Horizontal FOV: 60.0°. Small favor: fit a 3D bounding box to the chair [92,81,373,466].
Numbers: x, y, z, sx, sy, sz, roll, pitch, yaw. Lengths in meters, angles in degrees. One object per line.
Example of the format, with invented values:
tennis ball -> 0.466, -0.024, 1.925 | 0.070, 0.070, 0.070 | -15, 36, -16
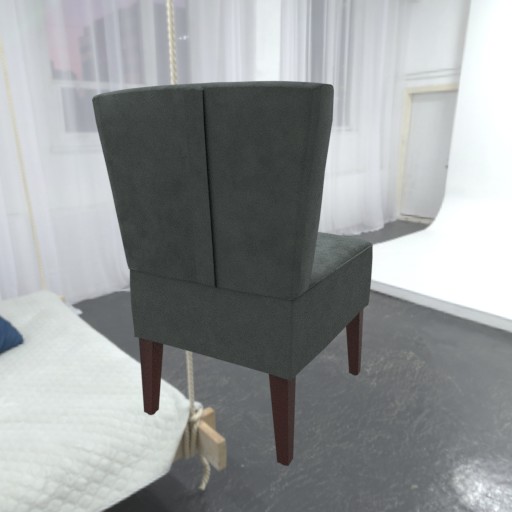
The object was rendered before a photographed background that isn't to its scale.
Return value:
chair -> 0.000, 0.000, 1.158 | 0.521, 0.806, 0.554 | 8, 18, 27
